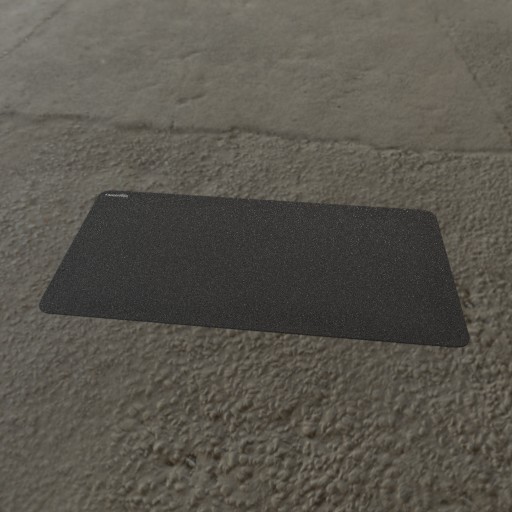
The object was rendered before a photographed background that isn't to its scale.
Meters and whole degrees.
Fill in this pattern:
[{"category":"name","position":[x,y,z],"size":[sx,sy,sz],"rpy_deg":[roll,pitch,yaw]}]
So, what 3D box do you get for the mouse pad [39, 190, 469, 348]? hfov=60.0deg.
[{"category":"mouse pad","position":[0.000,0.000,1.056],"size":[0.907,0.003,0.424],"rpy_deg":[4,46,4]}]
